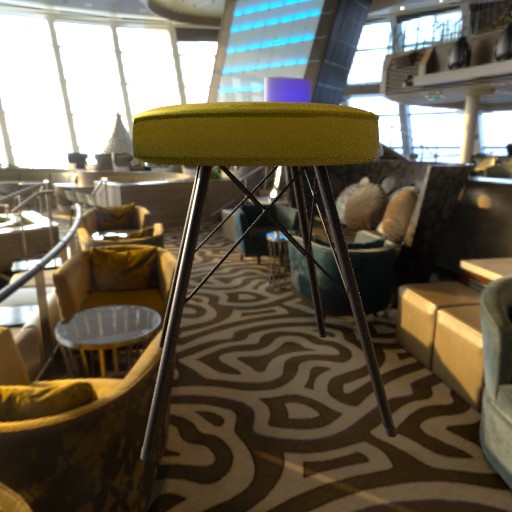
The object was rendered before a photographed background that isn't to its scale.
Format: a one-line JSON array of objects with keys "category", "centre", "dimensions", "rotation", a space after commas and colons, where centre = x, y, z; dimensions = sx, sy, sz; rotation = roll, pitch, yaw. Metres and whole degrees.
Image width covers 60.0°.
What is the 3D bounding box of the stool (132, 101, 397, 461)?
[{"category": "stool", "centre": [0.000, 0.000, 0.808], "dimensions": [0.409, 0.508, 0.409], "rotation": [-2, 14, -8]}]
